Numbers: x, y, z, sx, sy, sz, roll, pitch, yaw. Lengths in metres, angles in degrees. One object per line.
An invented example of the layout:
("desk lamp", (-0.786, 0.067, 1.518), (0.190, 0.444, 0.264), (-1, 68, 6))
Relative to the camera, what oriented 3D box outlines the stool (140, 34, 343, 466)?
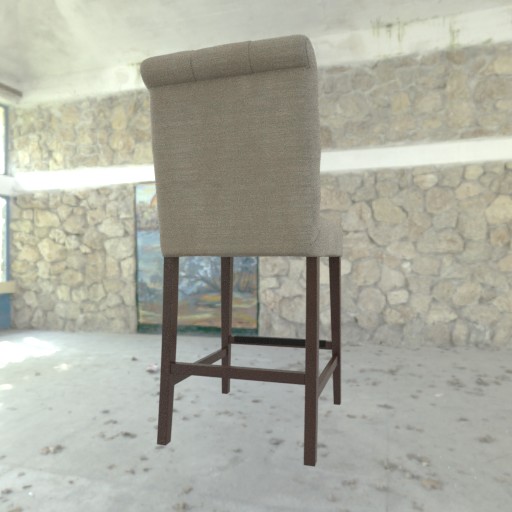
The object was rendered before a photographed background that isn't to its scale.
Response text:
("stool", (0.000, 0.000, 1.421), (0.486, 1.084, 0.660), (0, -1, 18))
